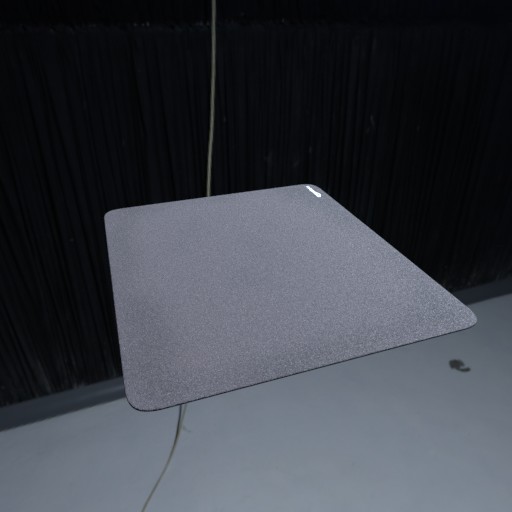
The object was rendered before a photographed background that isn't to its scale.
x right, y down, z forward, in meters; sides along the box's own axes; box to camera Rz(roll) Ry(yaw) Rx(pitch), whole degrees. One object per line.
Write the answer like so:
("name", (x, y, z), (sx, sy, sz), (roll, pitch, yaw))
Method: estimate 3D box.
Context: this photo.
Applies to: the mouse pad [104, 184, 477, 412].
("mouse pad", (0.000, 0.000, 0.625), (0.393, 0.002, 0.451), (-10, 32, -16))
